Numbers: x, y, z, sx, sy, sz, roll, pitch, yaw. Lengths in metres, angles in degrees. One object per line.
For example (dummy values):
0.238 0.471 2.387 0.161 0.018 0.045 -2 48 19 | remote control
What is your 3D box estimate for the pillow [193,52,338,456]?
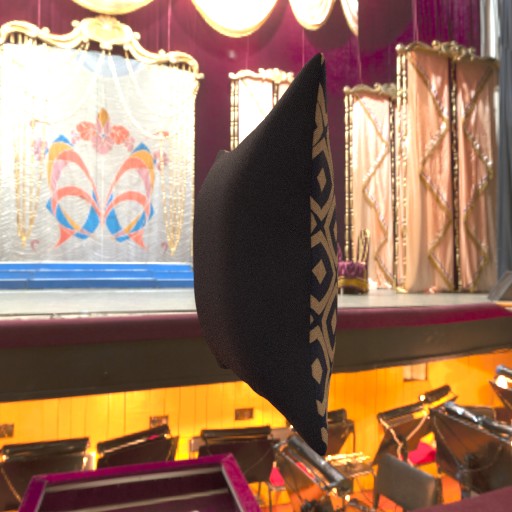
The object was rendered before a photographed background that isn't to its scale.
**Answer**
0.000 0.000 0.776 0.188 0.494 0.504 0 -1 -19 | pillow
